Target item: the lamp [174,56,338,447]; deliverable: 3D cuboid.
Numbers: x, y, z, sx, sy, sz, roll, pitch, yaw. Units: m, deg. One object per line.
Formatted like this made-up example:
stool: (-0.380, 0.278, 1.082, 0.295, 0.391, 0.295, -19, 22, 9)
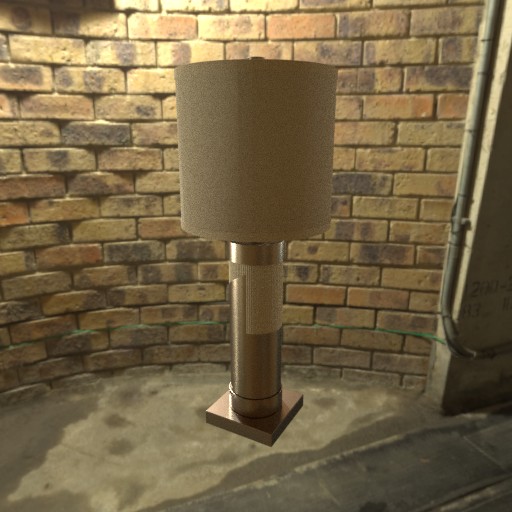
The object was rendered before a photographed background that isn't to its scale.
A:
lamp: (0.000, 0.000, 0.618, 0.202, 0.509, 0.202, 9, 18, 28)
